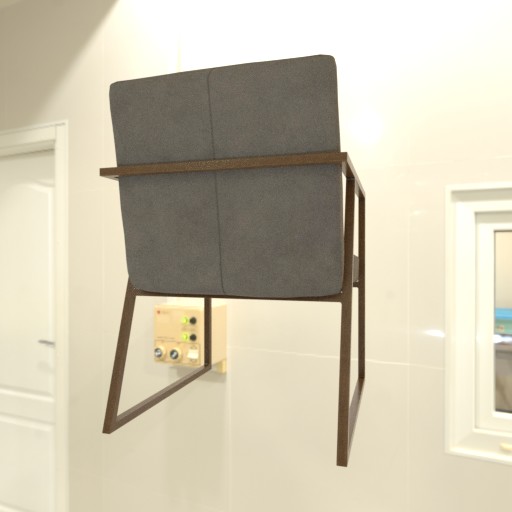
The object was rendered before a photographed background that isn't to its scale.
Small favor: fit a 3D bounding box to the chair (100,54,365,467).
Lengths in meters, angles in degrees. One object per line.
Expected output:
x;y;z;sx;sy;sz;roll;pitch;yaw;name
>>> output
0.000;0.000;1.271;0.578;0.843;0.682;0;0;17;chair
